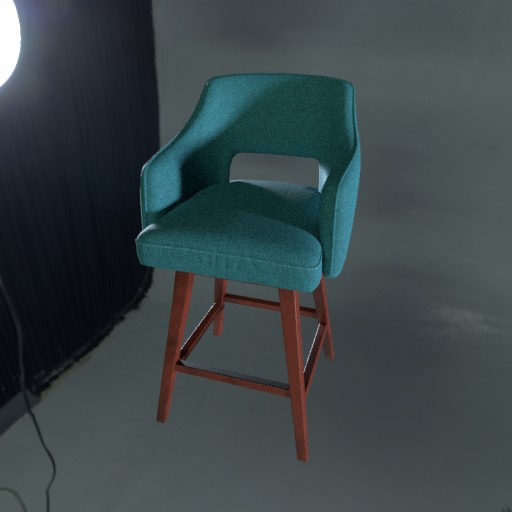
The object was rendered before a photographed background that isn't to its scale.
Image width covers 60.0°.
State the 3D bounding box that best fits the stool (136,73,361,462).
[{"bbox_3d":[0.000,0.000,1.312,0.548,0.961,0.556,8,29,16],"label":"stool"}]
